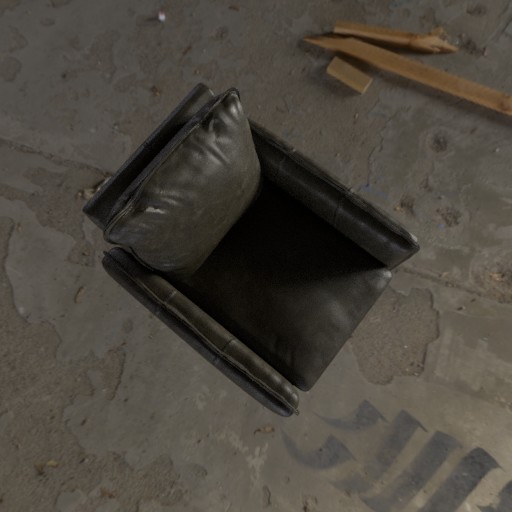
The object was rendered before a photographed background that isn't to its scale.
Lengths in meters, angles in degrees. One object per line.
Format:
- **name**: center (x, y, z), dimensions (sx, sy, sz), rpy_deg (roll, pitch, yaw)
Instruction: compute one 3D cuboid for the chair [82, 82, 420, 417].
- **chair**: center (0.000, 0.000, 1.675), dimensions (0.921, 0.921, 0.830), rpy_deg (38, 80, 8)
